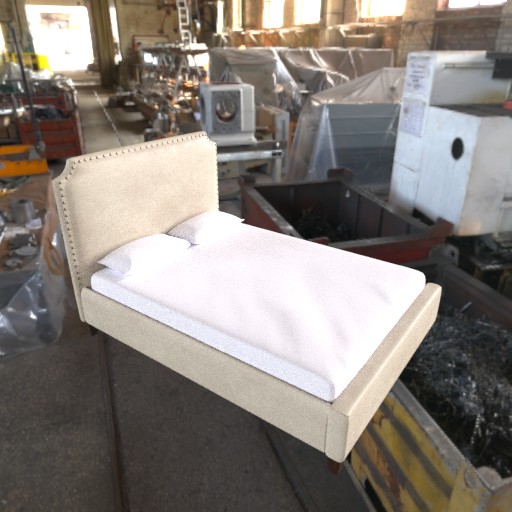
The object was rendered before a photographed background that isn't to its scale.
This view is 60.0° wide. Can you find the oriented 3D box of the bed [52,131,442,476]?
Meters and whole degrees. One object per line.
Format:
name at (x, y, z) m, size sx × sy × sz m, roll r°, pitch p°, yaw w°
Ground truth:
bed at (0.000, 0.000, 3.356) m, size 2.372 × 1.443 × 1.712 m, roll 17°, pitch 30°, yaw 32°
